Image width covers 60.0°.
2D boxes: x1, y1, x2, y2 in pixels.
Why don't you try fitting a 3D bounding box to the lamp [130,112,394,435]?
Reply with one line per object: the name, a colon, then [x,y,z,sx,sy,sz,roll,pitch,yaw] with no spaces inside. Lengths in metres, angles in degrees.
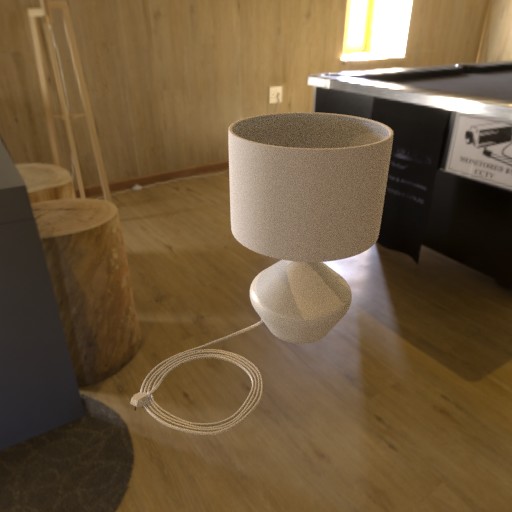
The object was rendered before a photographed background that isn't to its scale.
lamp: [0.000,0.000,0.867,0.546,0.457,0.401,-9,30,-15]
